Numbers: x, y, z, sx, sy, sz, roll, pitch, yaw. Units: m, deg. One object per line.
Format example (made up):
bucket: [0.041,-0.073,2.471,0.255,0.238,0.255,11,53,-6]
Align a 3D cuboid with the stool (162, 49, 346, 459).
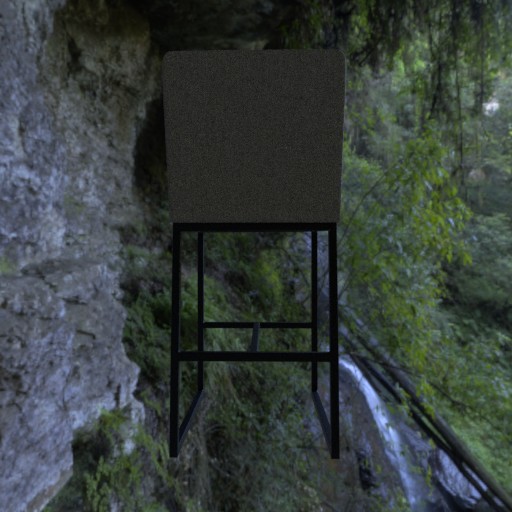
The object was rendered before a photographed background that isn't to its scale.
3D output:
stool: [0.000,0.000,1.366,0.459,1.034,0.571,0,1,1]
